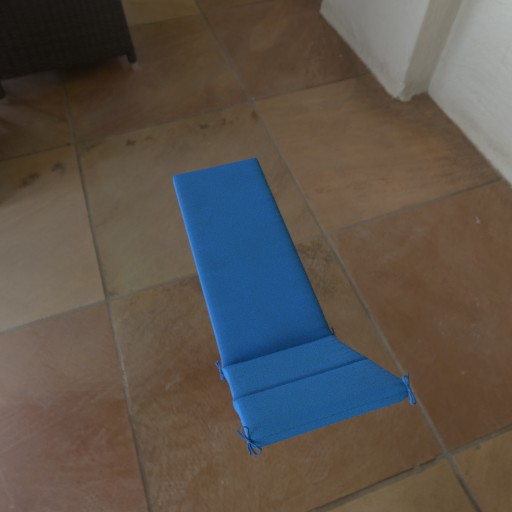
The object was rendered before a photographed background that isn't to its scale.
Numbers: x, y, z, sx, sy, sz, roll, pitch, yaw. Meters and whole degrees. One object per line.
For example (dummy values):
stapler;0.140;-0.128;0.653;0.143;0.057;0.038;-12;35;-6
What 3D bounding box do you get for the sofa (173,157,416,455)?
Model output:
sofa;0.000;0.000;1.979;0.582;0.622;1.663;-14;58;-9
